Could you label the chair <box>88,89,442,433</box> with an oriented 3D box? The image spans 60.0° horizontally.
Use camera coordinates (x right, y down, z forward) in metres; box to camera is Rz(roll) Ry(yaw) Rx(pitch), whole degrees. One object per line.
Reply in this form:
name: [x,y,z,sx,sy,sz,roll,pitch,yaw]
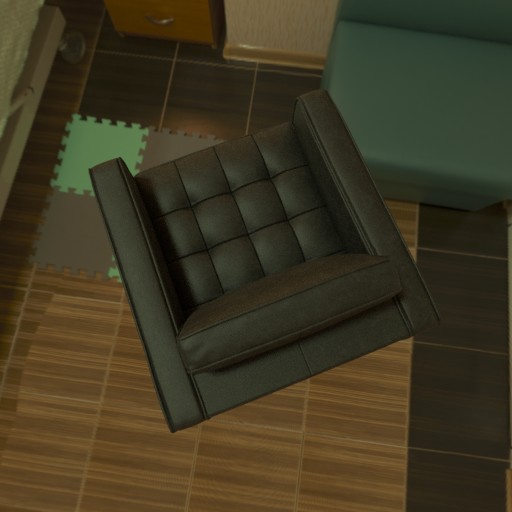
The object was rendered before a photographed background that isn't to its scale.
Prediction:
chair: [0.000,0.000,1.593,0.889,0.763,0.914,-21,75,-6]
